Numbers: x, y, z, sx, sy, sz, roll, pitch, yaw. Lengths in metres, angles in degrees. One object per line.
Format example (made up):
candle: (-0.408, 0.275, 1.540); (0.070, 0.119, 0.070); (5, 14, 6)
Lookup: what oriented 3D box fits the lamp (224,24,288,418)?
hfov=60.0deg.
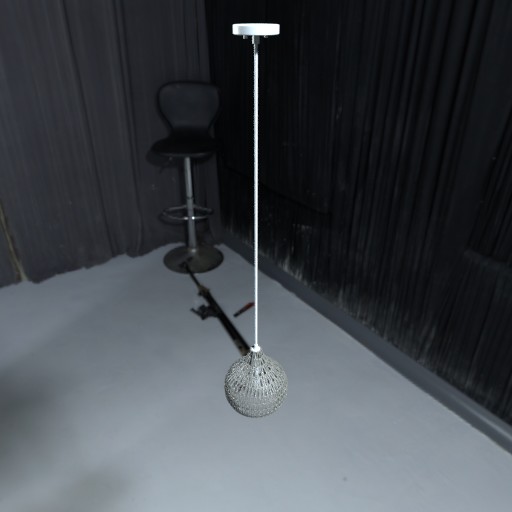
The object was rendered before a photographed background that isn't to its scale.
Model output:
lamp: (0.000, 0.000, 2.073); (0.355, 1.919, 0.355); (-19, 35, -30)
